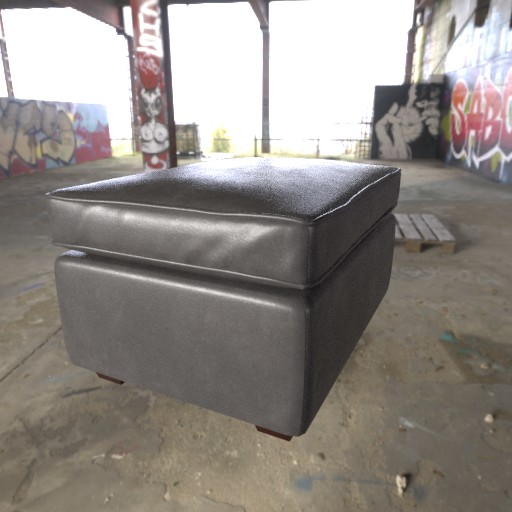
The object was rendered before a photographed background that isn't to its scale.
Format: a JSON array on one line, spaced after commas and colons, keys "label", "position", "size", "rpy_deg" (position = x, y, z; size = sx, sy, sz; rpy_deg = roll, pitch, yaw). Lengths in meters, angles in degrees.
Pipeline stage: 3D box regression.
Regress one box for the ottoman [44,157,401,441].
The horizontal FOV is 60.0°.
[{"label": "ottoman", "position": [0.000, 0.000, 1.088], "size": [0.554, 0.445, 0.756], "rpy_deg": [9, 20, 25]}]
